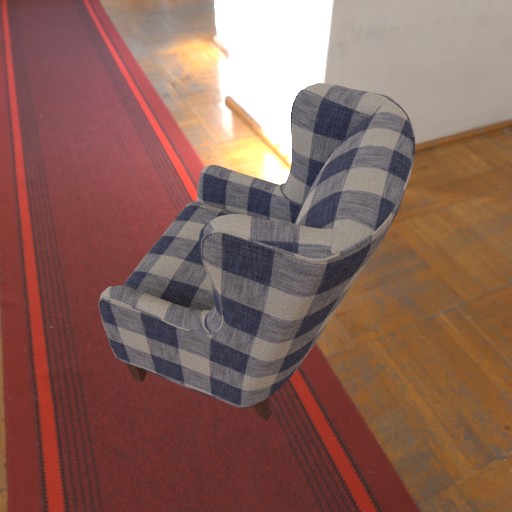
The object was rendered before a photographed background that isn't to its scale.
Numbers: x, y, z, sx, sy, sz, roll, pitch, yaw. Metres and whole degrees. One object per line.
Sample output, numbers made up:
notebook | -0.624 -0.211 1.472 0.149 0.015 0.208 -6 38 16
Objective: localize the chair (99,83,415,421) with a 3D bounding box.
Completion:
chair | 0.000 0.000 1.644 0.889 1.041 0.830 16 48 15
